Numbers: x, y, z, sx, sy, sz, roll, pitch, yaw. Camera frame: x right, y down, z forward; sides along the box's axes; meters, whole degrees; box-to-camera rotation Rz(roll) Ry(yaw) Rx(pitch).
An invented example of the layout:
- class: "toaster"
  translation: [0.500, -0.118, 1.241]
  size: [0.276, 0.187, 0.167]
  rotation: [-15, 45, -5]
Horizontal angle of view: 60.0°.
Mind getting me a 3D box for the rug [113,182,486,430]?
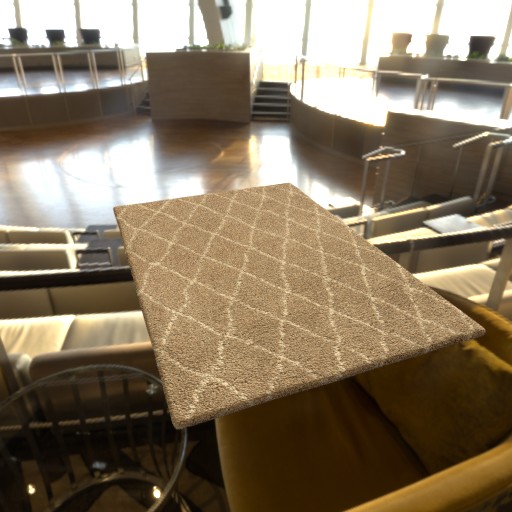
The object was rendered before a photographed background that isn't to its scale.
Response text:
- class: "rug"
  translation: [0.000, 0.000, 2.235]
  size: [1.219, 0.030, 1.778]
  rotation: [-11, 31, -19]
